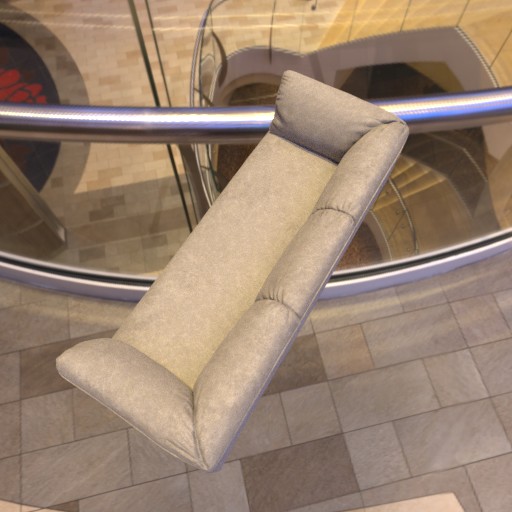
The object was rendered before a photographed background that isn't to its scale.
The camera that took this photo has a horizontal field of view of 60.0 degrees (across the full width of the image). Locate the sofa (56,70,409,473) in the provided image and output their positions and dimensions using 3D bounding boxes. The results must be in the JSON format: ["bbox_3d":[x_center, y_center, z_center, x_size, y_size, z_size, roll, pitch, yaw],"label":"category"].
[{"bbox_3d":[0.000,0.000,2.637,0.899,0.758,2.238,29,68,13],"label":"sofa"}]
